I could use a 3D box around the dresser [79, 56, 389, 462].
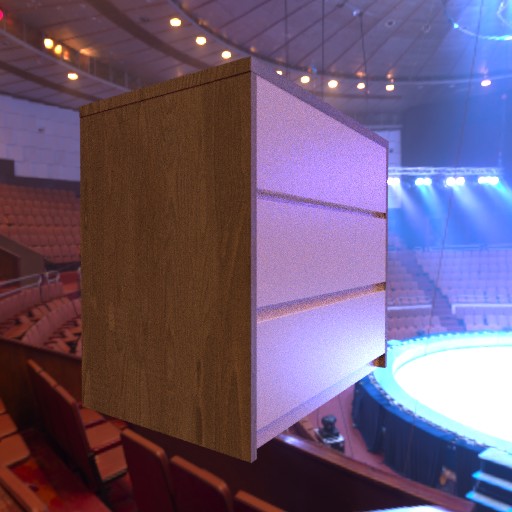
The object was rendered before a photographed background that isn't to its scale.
[{"bbox_3d":[0.000,0.000,1.312,0.529,0.762,0.809,1,1,34],"label":"dresser"}]
